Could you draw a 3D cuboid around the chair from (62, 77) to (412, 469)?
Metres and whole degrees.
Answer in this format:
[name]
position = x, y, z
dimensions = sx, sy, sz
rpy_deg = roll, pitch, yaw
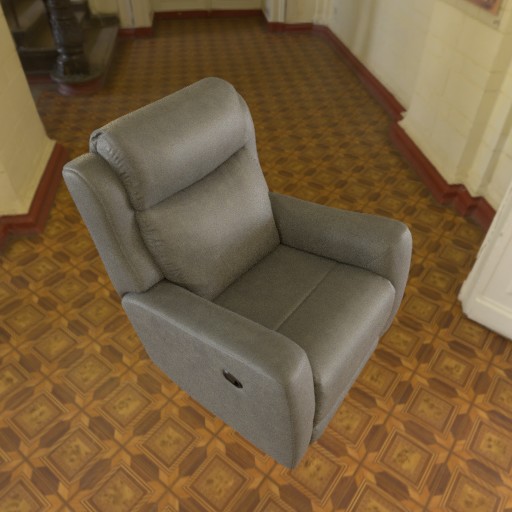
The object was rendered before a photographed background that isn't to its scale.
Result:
[chair]
position = 0.000, 0.000, 1.842
dimensions = 1.068, 1.116, 0.965
rpy_deg = 27, 49, 27
